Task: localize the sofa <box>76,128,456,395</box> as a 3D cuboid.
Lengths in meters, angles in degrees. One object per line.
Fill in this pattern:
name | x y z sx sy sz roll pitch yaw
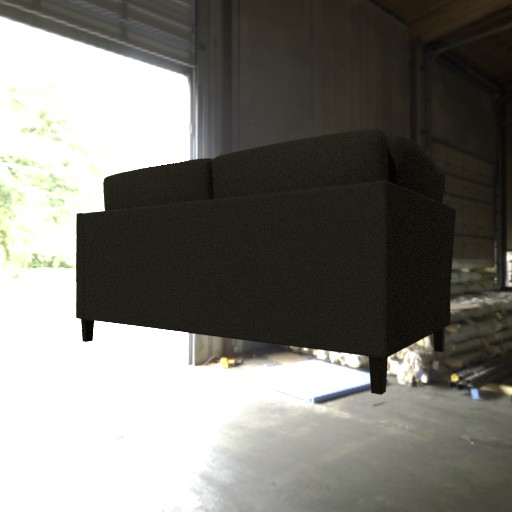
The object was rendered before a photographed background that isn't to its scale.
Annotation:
sofa | 0.000 0.000 2.289 1.751 0.920 0.969 0 -1 35
